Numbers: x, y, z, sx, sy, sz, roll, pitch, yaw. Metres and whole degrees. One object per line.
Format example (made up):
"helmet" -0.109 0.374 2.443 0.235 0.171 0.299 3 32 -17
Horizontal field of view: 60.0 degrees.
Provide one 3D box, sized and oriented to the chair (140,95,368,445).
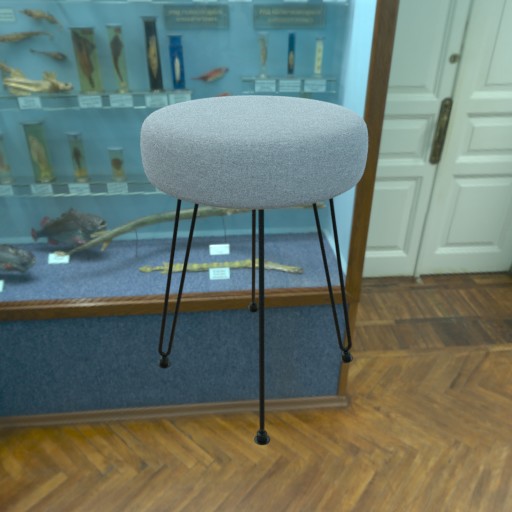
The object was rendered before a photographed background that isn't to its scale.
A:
"chair" 0.000 0.000 0.686 0.350 0.440 0.350 -1 29 -2
